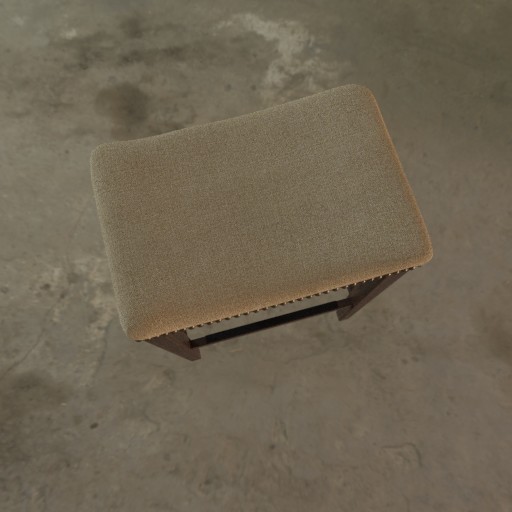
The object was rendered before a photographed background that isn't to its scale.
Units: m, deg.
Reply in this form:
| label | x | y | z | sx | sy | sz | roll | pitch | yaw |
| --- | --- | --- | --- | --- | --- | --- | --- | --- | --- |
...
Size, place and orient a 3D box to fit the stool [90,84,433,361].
| label | x | y | z | sx | sy | sz | roll | pitch | yaw |
| --- | --- | --- | --- | --- | --- | --- | --- | --- | --- |
| stool | 0.000 | 0.000 | 1.061 | 0.509 | 0.768 | 0.363 | -15 | 76 | -4 |
